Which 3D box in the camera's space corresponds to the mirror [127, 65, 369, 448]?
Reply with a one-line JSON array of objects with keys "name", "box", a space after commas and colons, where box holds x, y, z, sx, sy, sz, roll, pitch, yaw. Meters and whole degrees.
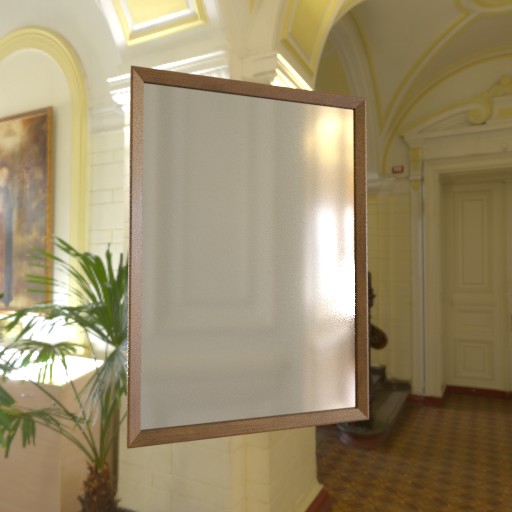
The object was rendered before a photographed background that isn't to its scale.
[{"name": "mirror", "box": [0.000, 0.000, 0.918, 0.508, 0.711, 0.039, 1, -2, -18]}]
